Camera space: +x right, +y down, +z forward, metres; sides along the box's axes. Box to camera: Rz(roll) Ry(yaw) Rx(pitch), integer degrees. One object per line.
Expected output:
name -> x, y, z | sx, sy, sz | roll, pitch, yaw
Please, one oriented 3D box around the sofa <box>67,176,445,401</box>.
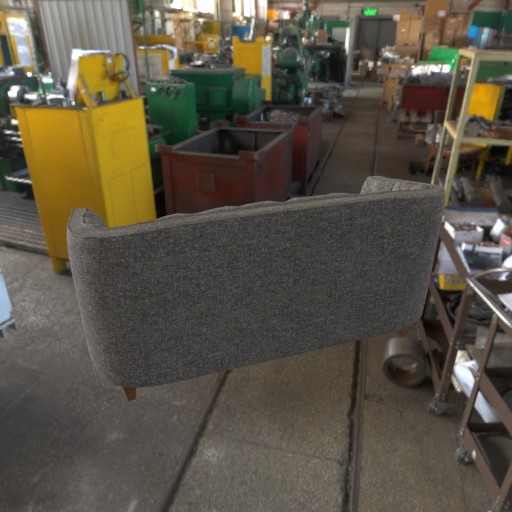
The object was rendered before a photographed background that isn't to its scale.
sofa -> 0.000, 0.000, 2.294 | 1.733, 0.855, 0.941 | -9, 28, -17
